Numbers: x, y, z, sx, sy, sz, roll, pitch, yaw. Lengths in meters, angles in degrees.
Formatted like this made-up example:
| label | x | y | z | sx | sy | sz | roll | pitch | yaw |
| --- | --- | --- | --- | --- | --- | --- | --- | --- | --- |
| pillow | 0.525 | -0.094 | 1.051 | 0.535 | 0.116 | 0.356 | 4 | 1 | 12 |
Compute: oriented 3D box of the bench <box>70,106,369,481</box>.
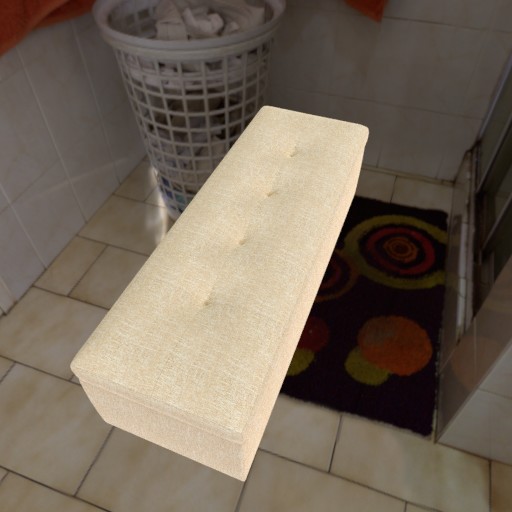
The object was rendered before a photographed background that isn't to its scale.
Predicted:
| label | x | y | z | sx | sy | sz | roll | pitch | yaw |
| --- | --- | --- | --- | --- | --- | --- | --- | --- | --- |
| bench | 0.000 | 0.000 | 1.439 | 0.432 | 0.406 | 1.219 | 16 | 50 | 14 |
